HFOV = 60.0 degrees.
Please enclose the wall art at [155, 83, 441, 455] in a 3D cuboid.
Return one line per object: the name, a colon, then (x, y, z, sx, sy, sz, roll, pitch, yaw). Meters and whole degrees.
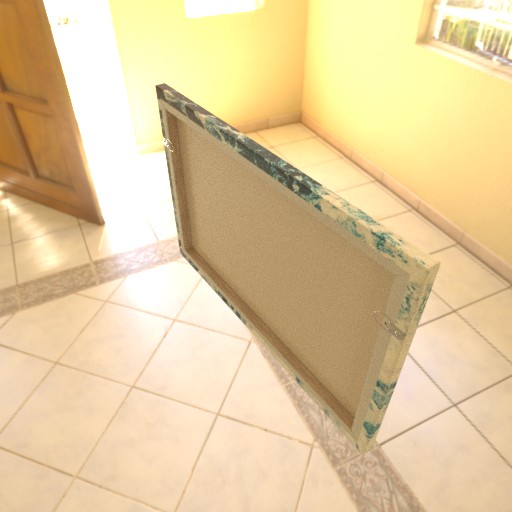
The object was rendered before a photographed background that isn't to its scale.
wall art: (0.000, 0.000, 1.902, 0.055, 1.017, 1.524, -25, 47, -26)
